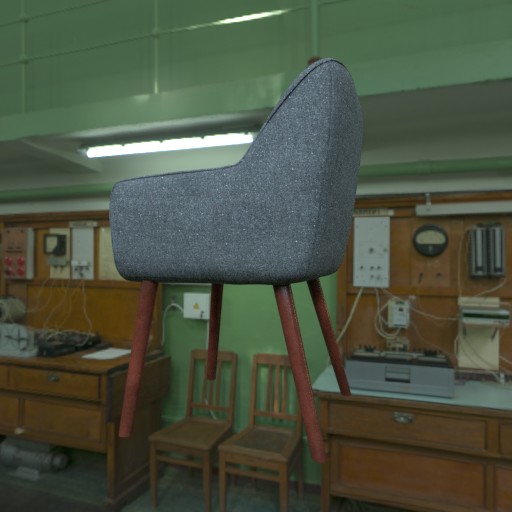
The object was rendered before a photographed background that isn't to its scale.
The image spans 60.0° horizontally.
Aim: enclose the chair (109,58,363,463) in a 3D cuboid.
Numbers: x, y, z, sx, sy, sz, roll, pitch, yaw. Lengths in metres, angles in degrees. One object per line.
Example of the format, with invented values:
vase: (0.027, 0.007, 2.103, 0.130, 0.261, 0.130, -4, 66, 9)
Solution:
chair: (0.000, 0.000, 1.144, 0.519, 0.803, 0.543, 0, 0, 19)
